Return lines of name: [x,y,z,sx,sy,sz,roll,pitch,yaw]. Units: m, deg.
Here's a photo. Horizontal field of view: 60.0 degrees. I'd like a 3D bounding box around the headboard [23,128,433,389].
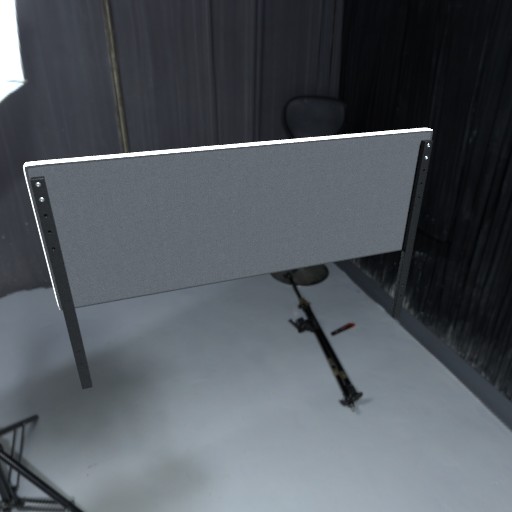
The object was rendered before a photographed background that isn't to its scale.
headboard: [0.000,0.000,2.785,2.362,1.410,0.120,-9,30,-17]
